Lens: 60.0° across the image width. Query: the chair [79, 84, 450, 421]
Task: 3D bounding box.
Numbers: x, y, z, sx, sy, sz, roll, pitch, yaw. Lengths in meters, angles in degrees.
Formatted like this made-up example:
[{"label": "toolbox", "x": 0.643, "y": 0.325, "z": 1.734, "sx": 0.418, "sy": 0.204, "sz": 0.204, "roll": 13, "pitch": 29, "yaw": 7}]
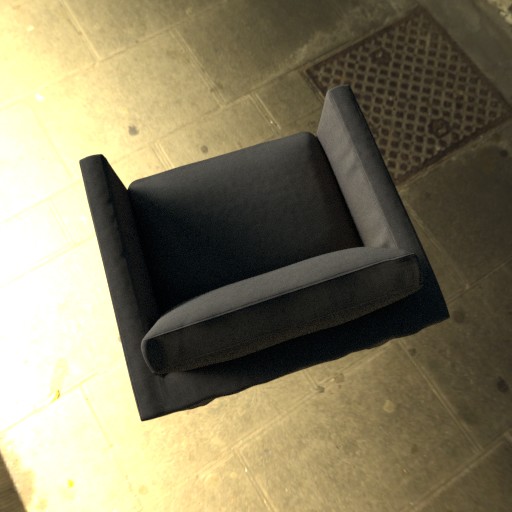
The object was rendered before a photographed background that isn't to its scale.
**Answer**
[{"label": "chair", "x": 0.000, "y": 0.000, "z": 1.733, "sx": 1.057, "sy": 0.863, "sz": 0.949, "roll": -17, "pitch": 74, "yaw": -5}]
